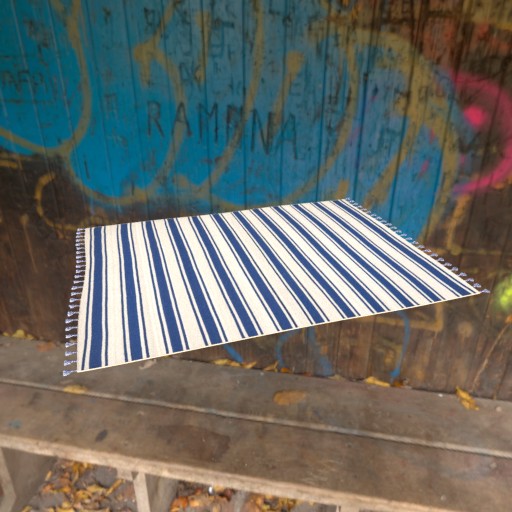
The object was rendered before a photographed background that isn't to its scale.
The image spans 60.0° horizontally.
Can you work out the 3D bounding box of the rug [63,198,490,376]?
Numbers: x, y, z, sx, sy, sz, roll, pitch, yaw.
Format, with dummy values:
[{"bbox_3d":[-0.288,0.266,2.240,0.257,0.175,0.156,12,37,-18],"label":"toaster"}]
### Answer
[{"bbox_3d":[0.000,0.000,4.340,3.416,0.016,2.471,-8,28,-16],"label":"rug"}]
